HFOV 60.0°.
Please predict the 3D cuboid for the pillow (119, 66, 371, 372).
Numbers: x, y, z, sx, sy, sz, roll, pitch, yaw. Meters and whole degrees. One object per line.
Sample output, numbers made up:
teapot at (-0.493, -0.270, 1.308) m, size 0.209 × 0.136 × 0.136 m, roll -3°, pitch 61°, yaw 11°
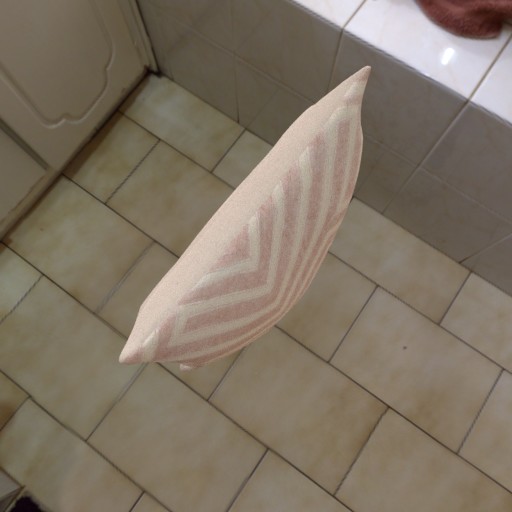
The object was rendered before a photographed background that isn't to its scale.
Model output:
pillow at (0.000, 0.000, 0.676) m, size 0.182 × 0.441 × 0.440 m, roll 37°, pitch 78°, yaw 9°
